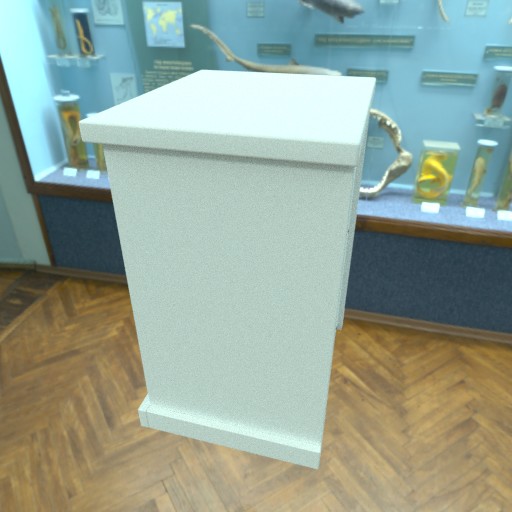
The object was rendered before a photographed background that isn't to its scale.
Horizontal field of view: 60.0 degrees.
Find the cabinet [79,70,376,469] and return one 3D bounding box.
[{"bbox_3d":[0.000,0.000,1.039,0.431,0.723,0.520,8,32,13],"label":"cabinet"}]
